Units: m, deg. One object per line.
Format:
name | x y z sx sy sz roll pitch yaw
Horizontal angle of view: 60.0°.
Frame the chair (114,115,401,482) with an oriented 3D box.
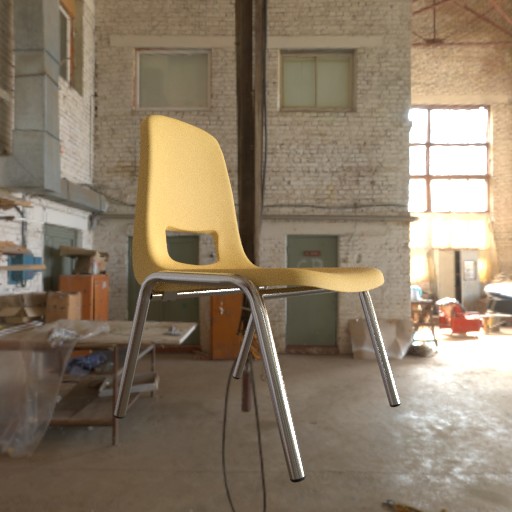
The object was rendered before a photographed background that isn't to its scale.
chair | 0.000 0.000 0.765 0.385 0.536 0.354 -1 -1 36
